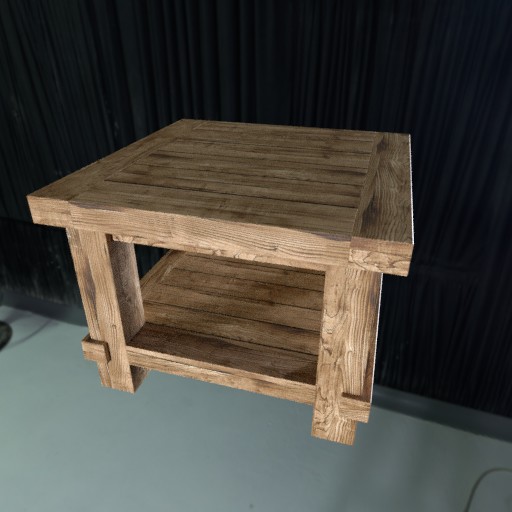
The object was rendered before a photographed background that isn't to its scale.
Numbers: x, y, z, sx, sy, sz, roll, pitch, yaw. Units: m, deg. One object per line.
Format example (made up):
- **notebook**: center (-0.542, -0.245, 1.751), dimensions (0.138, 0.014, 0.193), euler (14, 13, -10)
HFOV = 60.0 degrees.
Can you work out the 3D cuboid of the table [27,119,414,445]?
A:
- **table**: center (0.000, 0.000, 1.021), dimensions (0.610, 0.457, 0.610), euler (8, 30, 14)
